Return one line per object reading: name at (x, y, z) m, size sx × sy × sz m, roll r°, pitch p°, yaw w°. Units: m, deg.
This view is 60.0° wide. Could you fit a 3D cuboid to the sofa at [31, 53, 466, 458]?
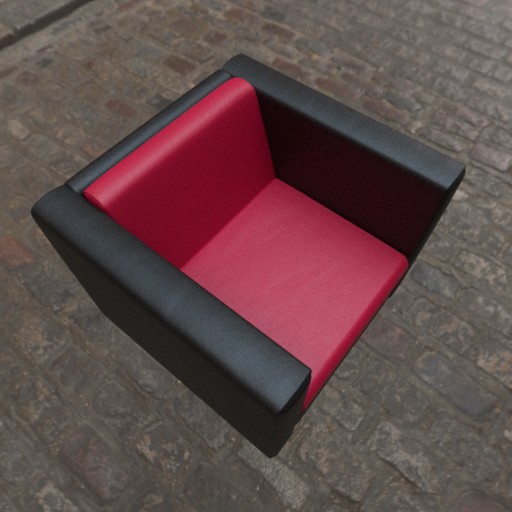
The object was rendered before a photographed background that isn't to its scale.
sofa at (0.000, 0.000, 1.430) m, size 0.809 × 0.724 × 0.839 m, roll 35°, pitch 64°, yaw 19°
